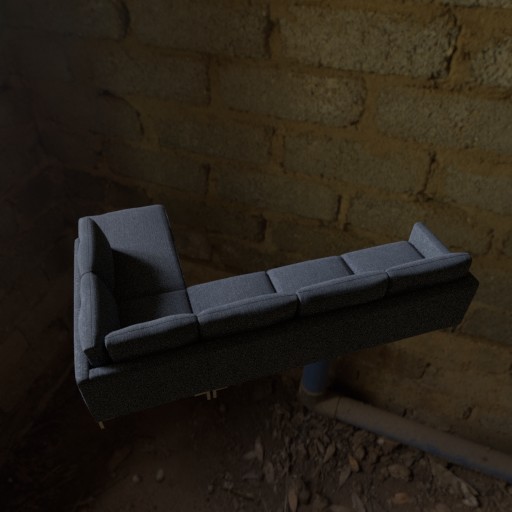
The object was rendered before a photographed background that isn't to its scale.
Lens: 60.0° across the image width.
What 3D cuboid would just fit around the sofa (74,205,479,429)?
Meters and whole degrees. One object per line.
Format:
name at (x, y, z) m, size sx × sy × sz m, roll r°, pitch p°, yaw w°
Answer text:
sofa at (0.000, 0.000, 3.826) m, size 2.949 × 0.815 × 2.007 m, roll -12°, pitch 43°, yaw -13°
